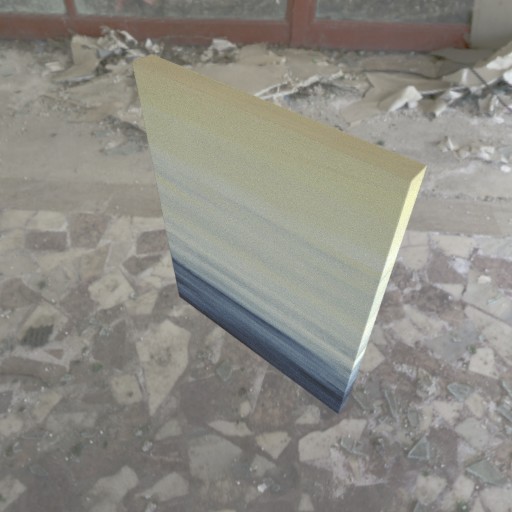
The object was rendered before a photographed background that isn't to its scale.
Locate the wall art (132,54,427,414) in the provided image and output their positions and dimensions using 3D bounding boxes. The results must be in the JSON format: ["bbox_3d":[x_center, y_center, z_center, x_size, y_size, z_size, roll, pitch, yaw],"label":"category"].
[{"bbox_3d":[0.000,0.000,0.836,0.489,0.608,0.040,32,54,26],"label":"wall art"}]
